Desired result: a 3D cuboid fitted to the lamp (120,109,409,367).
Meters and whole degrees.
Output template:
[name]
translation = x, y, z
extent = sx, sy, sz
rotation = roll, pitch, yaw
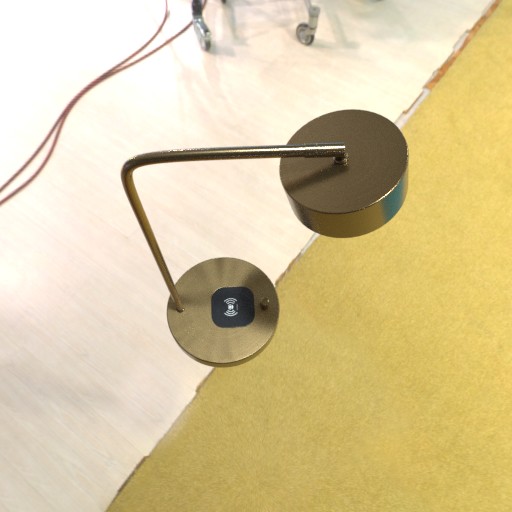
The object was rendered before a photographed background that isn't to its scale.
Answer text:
[lamp]
translation = 0.000, 0.000, 0.525
extent = 0.270, 0.380, 0.171
rotation = -2, 63, -1
